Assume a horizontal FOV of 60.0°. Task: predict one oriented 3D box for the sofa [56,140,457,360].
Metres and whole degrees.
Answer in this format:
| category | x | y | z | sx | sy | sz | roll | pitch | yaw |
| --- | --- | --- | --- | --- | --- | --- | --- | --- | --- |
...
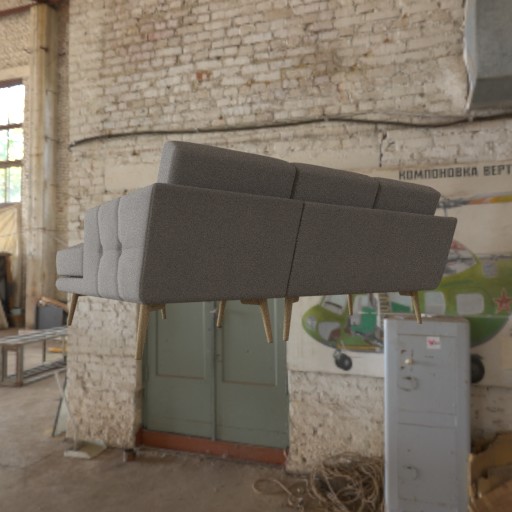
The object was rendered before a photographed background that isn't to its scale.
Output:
| category | x | y | z | sx | sy | sz | roll | pitch | yaw |
| --- | --- | --- | --- | --- | --- | --- | --- | --- | --- |
| sofa | 0.000 | 0.000 | 2.758 | 2.040 | 0.860 | 1.530 | 1 | -2 | -36 |
